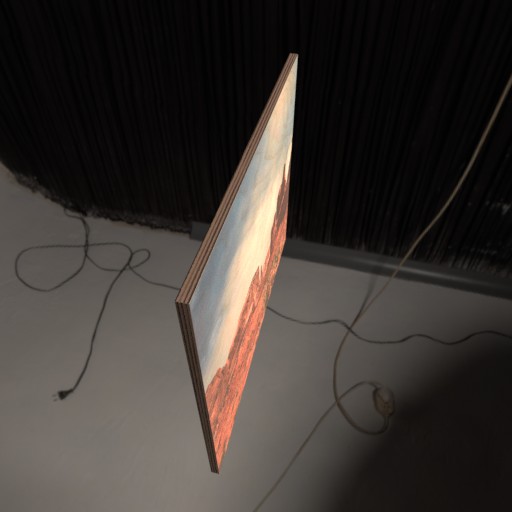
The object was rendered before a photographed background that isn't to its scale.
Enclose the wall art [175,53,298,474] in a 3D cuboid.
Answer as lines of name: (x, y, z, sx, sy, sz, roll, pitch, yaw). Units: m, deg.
wall art: (0.000, 0.000, 0.674, 0.013, 0.406, 0.508, 10, 47, 9)
